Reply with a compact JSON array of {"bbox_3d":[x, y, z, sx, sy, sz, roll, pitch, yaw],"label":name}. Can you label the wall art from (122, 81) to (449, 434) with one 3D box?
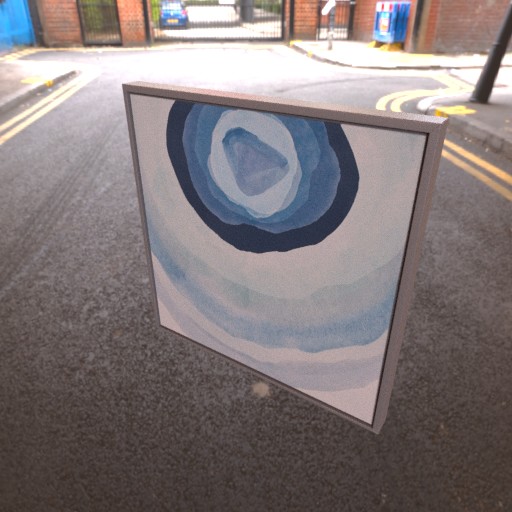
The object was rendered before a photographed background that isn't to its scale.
[{"bbox_3d":[0.000,0.000,0.511,0.349,0.349,0.028,18,34,29],"label":"wall art"}]
